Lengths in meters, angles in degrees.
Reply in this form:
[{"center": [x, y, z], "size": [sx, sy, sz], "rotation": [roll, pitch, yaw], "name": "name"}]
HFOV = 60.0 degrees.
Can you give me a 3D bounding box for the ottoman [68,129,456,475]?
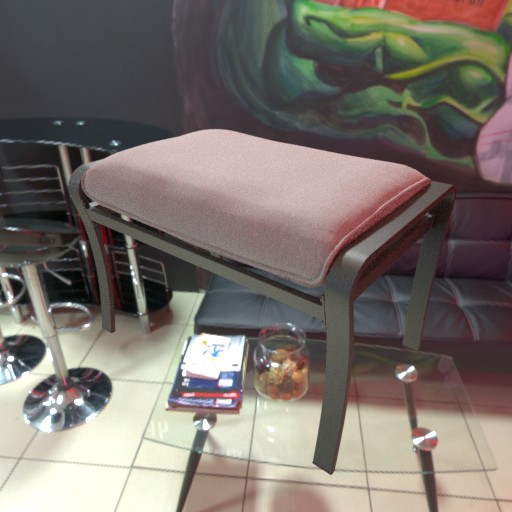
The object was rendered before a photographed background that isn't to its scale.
[{"center": [0.000, 0.000, 0.899], "size": [0.610, 0.422, 0.406], "rotation": [21, 35, 33], "name": "ottoman"}]
